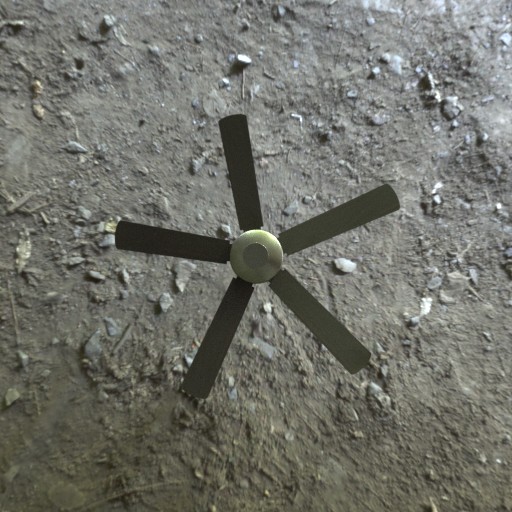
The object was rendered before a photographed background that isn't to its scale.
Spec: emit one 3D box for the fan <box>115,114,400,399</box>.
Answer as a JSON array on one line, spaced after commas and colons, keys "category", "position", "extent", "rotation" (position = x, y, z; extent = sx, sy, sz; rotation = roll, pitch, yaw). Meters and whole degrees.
[{"category": "fan", "position": [0.000, 0.000, 1.969], "extent": [1.321, 0.356, 1.321], "rotation": [0, 89, 1]}]
